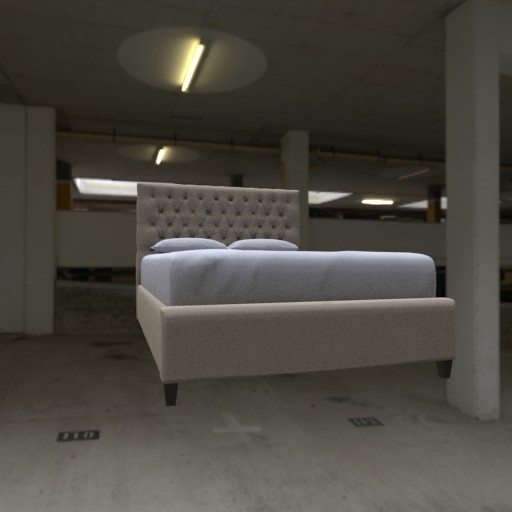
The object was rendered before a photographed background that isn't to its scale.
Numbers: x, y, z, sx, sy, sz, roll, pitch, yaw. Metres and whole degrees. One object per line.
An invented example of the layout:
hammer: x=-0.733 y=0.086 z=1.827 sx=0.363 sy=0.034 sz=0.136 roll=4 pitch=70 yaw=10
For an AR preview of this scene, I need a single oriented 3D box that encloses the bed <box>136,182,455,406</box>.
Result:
bed: x=0.000 y=0.000 z=3.434 sx=1.698 sy=1.427 sz=2.387 roll=0 pitch=0 yaw=-18
